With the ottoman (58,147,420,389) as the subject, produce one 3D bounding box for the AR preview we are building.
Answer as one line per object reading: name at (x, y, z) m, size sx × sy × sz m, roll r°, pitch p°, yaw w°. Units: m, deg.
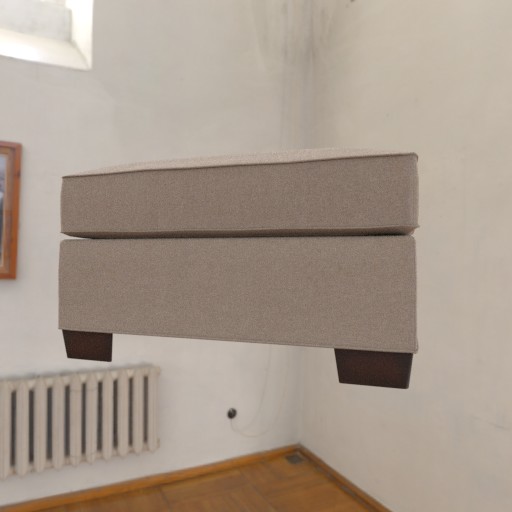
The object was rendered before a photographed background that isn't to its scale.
ottoman at (0.000, 0.000, 1.244) m, size 0.846 × 0.503 × 0.617 m, roll 0°, pitch 0°, yaw 18°
